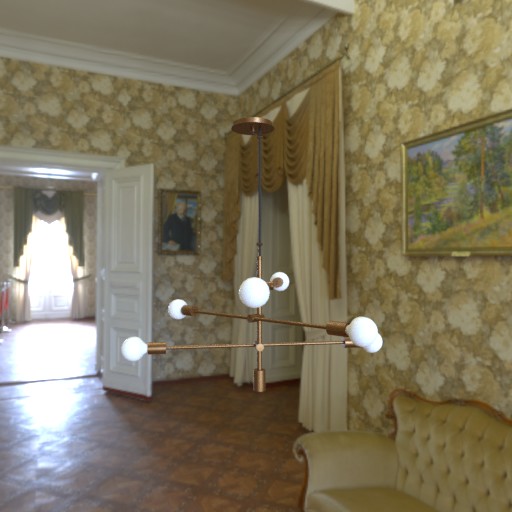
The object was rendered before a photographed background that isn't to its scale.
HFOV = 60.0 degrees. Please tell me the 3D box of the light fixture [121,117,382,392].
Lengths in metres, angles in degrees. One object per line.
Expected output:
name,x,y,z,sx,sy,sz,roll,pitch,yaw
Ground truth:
light fixture,0.000,0.000,1.243,0.682,0.744,0.637,0,-1,19
